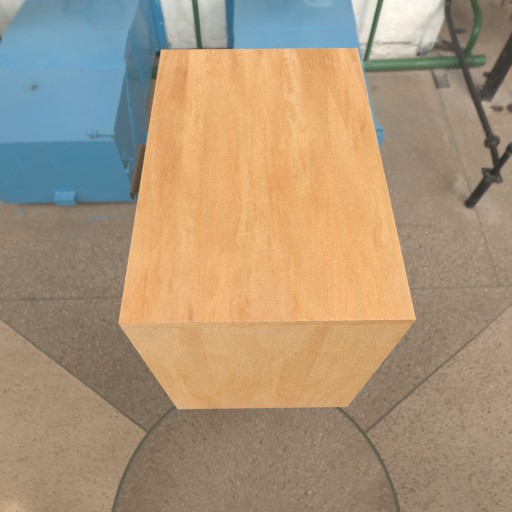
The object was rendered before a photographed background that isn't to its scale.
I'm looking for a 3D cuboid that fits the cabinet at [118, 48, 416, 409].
[{"bbox_3d":[0.000,0.000,0.951,0.394,0.599,0.551,-1,59,0],"label":"cabinet"}]
